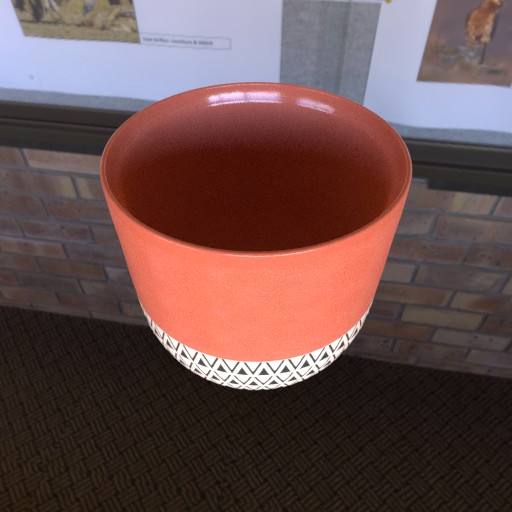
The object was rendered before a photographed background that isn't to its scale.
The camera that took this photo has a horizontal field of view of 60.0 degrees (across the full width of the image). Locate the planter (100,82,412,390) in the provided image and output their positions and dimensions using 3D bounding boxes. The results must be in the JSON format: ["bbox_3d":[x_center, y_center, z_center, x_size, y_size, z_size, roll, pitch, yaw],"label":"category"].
[{"bbox_3d":[0.000,0.000,0.483,0.266,0.270,0.266,0,45,0],"label":"planter"}]
